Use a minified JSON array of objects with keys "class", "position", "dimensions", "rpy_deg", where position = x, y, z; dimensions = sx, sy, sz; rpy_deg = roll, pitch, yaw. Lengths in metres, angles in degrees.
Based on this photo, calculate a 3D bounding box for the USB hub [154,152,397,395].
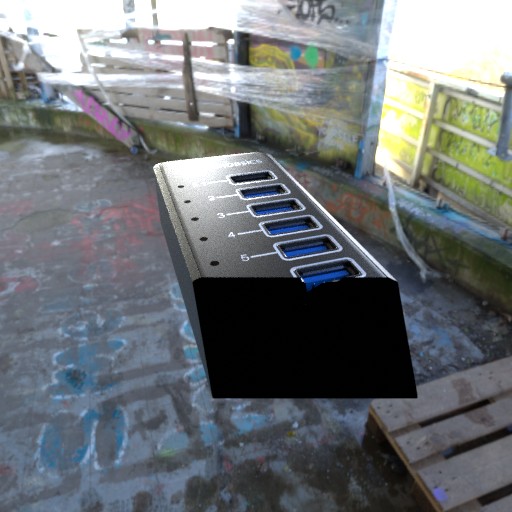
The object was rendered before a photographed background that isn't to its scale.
[{"class":"USB hub","position":[0.000,0.000,0.129],"dimensions":[0.044,0.023,0.110],"rpy_deg":[-10,34,-15]}]
